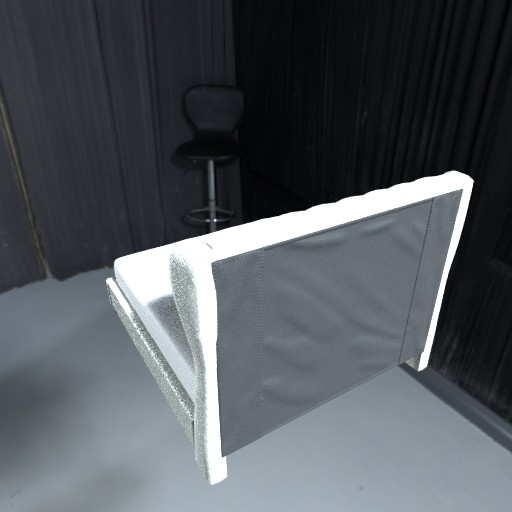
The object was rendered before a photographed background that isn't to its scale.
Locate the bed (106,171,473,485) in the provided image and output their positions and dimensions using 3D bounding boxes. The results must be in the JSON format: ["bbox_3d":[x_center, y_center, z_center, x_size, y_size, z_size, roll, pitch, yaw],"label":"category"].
[{"bbox_3d":[0.000,0.000,3.876,2.219,1.771,2.347,-17,34,-27],"label":"bed"}]
